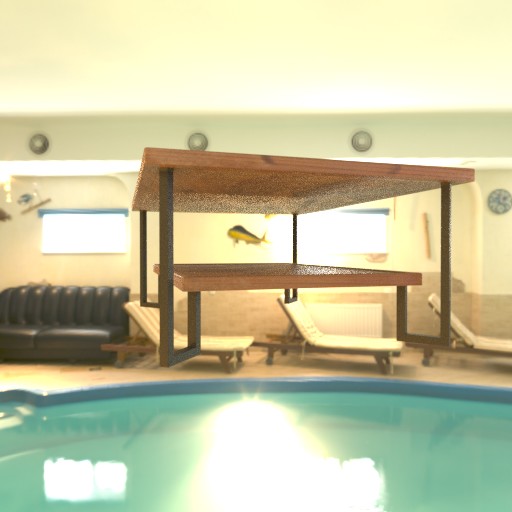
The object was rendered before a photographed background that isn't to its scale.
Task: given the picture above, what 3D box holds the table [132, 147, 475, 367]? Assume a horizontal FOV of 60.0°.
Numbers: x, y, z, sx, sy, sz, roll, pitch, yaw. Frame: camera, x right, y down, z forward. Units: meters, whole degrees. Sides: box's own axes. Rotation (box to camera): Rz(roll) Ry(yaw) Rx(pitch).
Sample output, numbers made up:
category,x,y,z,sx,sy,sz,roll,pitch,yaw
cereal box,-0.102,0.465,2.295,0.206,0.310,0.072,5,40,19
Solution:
category,x,y,z,sx,sy,sz,roll,pitch,yaw
table,0.000,0.000,1.676,0.877,0.492,1.238,0,1,-17
